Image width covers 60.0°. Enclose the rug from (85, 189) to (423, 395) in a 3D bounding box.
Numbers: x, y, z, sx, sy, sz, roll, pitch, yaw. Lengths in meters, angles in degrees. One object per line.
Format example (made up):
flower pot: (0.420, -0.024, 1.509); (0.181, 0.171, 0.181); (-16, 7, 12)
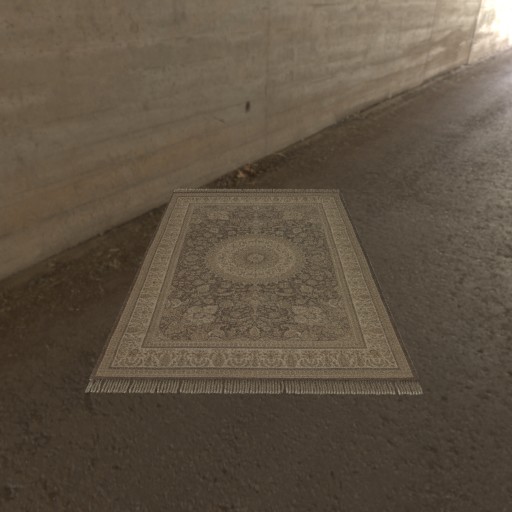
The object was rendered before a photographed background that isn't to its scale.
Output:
rug: (0.000, 0.000, 3.026); (1.528, 0.010, 2.440); (0, 30, 0)
